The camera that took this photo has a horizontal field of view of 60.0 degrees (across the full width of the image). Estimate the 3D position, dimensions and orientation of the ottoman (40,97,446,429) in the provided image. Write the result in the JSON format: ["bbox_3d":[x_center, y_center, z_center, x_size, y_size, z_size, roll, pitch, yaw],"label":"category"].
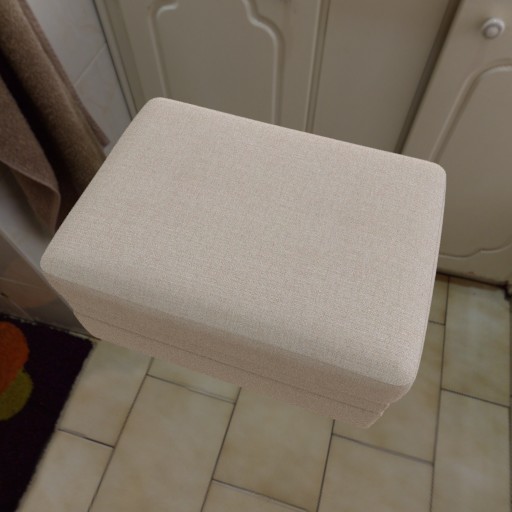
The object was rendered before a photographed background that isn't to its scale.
[{"bbox_3d":[0.000,0.000,1.239,0.885,0.478,0.637,16,60,10],"label":"ottoman"}]
